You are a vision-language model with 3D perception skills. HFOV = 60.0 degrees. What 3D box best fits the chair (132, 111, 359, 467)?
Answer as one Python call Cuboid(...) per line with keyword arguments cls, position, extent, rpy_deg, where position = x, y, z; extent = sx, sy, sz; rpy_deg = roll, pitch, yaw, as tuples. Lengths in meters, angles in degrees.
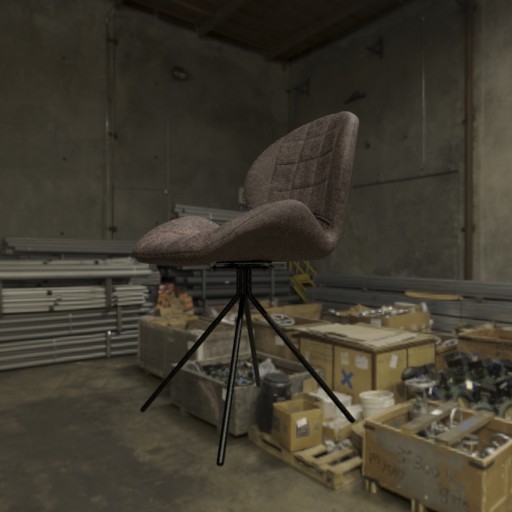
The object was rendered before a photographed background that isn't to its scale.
Cuboid(cls="chair", position=(0.000, 0.000, 1.309), extent=(0.640, 0.934, 0.527), rpy_deg=(0, -1, -37))
